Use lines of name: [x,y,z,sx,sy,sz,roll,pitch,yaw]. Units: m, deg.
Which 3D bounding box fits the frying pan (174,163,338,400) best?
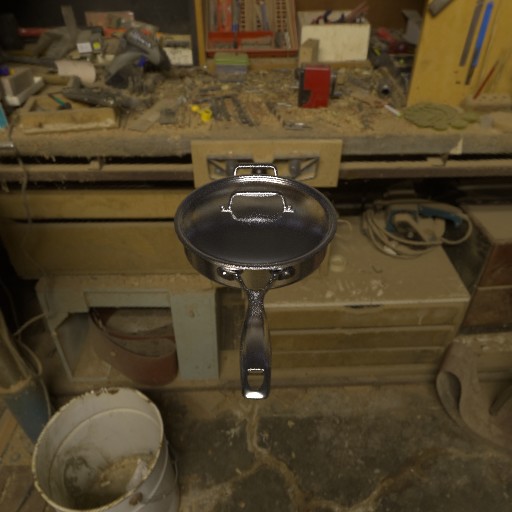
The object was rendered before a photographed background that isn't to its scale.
frying pan: [0.000,0.000,0.691,0.280,0.114,0.561,0,40,0]
